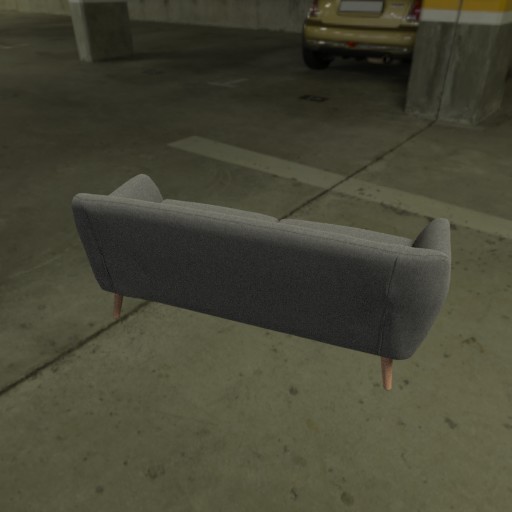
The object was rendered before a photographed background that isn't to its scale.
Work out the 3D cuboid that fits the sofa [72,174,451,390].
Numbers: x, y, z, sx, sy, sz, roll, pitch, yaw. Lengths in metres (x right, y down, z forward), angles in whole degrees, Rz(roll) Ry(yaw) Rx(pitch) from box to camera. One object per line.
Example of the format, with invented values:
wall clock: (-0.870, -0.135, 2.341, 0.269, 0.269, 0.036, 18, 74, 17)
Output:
sofa: (0.000, 0.000, 2.295, 1.840, 0.820, 0.820, 11, 34, 17)
